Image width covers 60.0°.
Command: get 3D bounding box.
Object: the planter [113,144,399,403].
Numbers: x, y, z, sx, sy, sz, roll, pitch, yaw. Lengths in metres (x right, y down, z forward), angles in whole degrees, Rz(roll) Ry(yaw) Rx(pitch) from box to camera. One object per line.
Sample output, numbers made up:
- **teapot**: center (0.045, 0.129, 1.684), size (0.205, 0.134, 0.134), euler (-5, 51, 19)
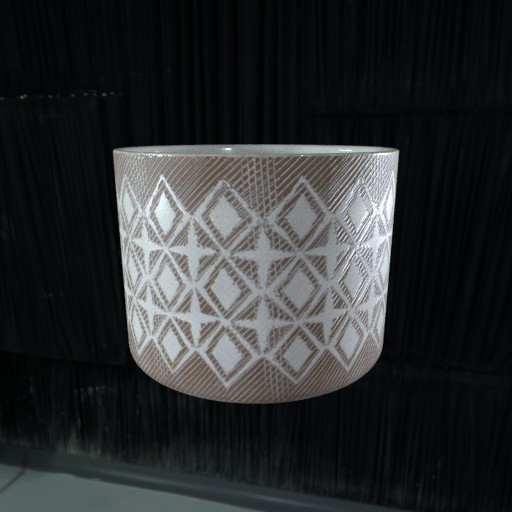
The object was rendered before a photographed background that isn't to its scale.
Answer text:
- **planter**: center (0.000, 0.000, 0.219), size (0.126, 0.104, 0.126), euler (0, 15, 0)
